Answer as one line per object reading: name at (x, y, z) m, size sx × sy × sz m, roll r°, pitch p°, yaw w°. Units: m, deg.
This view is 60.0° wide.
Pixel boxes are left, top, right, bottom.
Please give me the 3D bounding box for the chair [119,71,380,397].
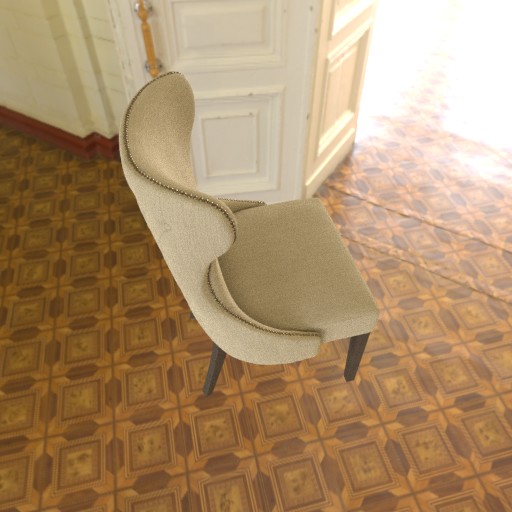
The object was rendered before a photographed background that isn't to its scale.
chair at (0.000, 0.000, 1.380) m, size 0.635 × 0.967 × 0.628 m, roll -10°, pitch 48°, yaw -9°
